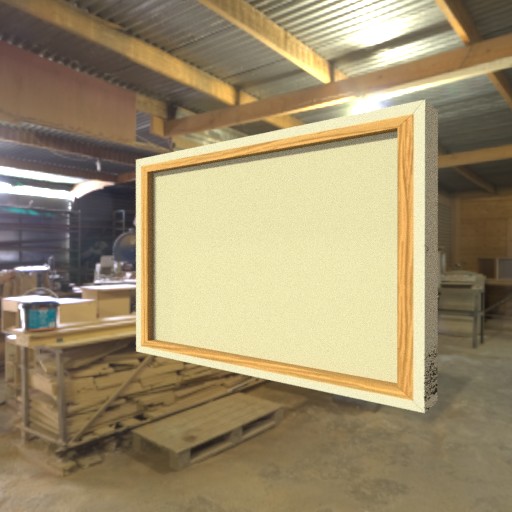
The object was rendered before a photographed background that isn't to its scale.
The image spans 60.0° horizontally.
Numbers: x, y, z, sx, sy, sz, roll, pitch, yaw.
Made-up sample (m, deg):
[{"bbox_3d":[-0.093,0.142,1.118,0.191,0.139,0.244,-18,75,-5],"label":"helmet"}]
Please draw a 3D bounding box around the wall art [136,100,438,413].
[{"bbox_3d":[0.000,0.000,0.497,0.381,0.259,0.038,0,0,38],"label":"wall art"}]
